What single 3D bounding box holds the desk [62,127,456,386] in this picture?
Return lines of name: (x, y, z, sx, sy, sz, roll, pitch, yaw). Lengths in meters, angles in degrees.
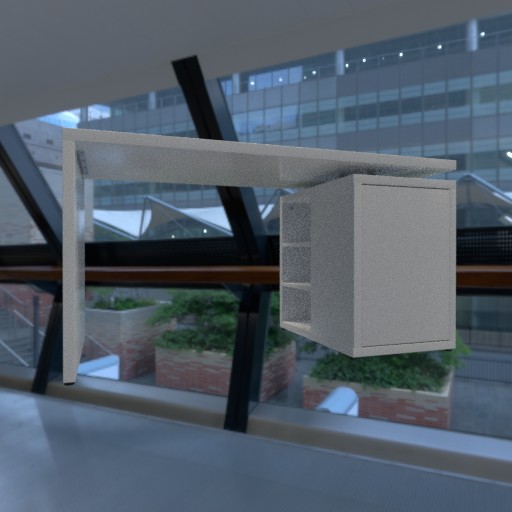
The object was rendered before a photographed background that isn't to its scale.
desk: (0.000, 0.000, 1.815, 1.400, 0.740, 0.690, 0, 0, -19)
